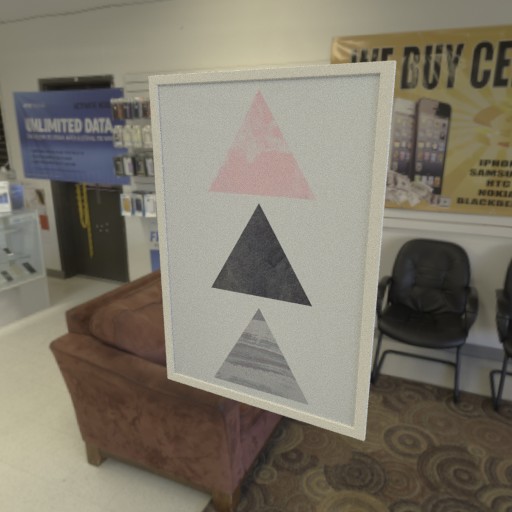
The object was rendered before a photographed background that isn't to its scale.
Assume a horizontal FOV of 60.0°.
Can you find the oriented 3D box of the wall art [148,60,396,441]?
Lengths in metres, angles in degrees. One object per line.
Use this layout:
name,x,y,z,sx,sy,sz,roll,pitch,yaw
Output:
wall art,0.000,0.000,1.205,0.659,0.940,0.013,8,18,26
